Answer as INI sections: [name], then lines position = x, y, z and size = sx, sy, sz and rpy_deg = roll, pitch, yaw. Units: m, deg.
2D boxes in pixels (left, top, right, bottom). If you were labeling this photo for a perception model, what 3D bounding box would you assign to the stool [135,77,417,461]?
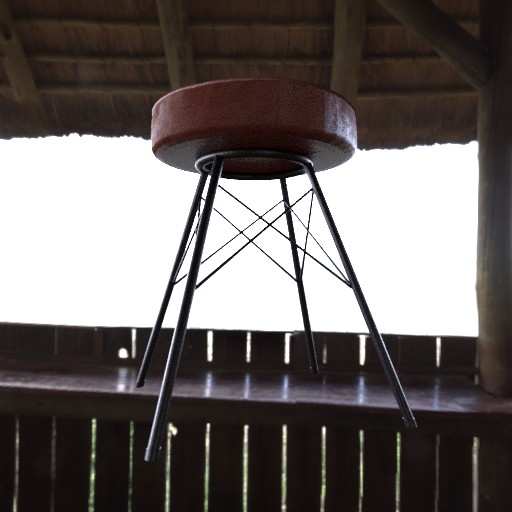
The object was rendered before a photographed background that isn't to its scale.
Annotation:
[stool]
position = 0.000, 0.000, 0.898
size = 0.457, 0.593, 0.421
rpy_deg = 0, -1, -17
